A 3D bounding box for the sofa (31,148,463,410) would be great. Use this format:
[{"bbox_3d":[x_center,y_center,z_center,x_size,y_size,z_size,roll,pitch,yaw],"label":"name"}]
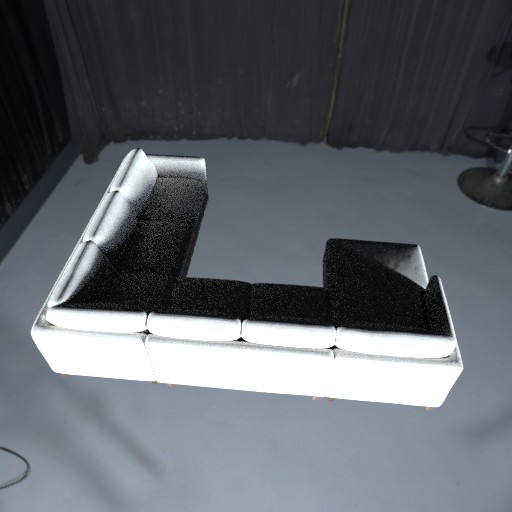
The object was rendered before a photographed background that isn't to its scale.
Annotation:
[{"bbox_3d":[0.000,0.000,4.301,3.238,0.853,2.551,4,45,4],"label":"sofa"}]
